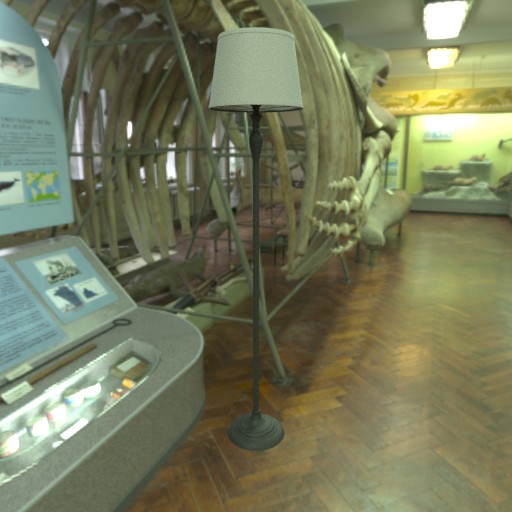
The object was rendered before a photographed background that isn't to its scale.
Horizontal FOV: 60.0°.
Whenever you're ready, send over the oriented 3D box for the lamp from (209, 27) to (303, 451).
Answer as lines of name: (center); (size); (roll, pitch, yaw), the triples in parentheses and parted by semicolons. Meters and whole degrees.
lamp: (0.000, 0.000, 1.662); (0.327, 1.506, 0.327); (-2, 14, -9)
